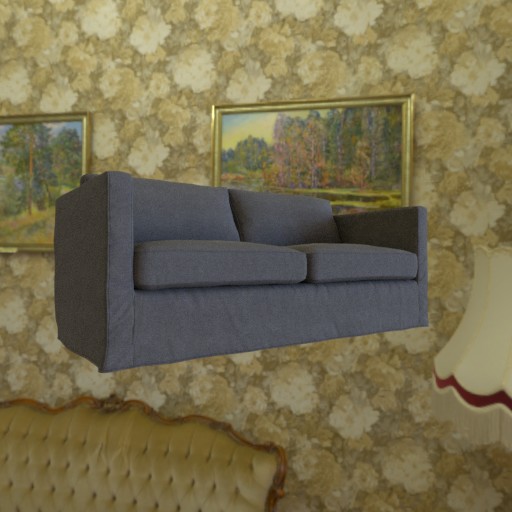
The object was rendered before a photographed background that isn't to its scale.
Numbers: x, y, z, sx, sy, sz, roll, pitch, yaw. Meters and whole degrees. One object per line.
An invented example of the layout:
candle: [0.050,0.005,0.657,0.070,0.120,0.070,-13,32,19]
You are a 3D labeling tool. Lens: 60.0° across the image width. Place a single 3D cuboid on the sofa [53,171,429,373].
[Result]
sofa: [0.000,0.000,2.509,1.982,0.855,0.953,0,-1,-35]
